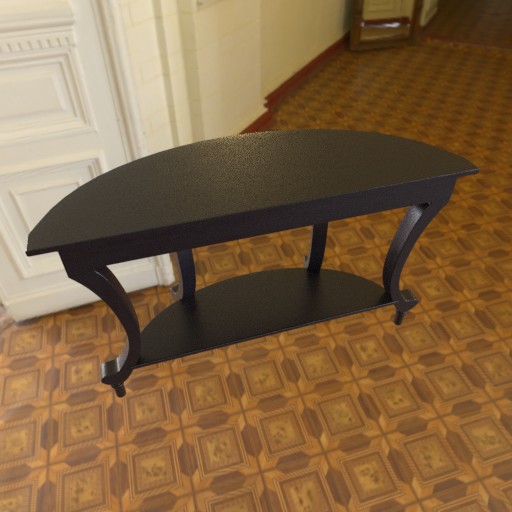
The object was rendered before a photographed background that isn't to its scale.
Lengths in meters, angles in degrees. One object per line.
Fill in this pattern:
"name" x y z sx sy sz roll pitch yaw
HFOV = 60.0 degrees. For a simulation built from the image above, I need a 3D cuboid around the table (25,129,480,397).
"table" 0.000 0.000 1.489 1.198 0.692 0.394 -12 44 -12
